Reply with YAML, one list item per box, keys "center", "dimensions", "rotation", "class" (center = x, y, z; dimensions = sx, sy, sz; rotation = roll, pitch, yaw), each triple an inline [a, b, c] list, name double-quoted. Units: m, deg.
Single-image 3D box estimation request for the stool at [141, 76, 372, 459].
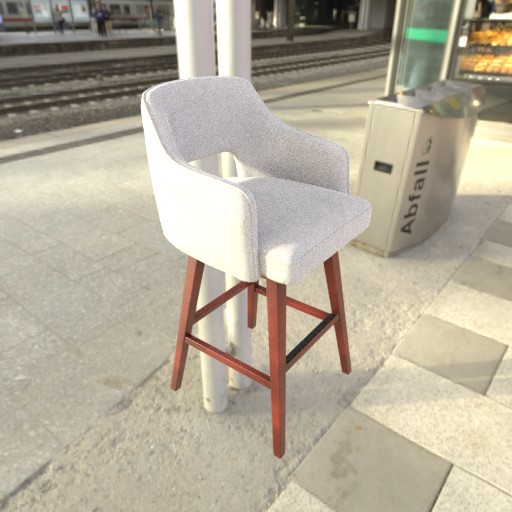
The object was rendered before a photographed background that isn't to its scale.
- center: [0.000, 0.000, 1.403]
  dimensions: [0.558, 1.012, 0.548]
  rotation: [20, 34, 32]
  class: "stool"
